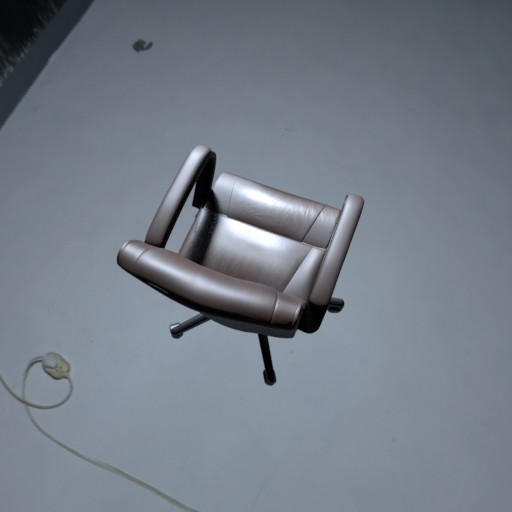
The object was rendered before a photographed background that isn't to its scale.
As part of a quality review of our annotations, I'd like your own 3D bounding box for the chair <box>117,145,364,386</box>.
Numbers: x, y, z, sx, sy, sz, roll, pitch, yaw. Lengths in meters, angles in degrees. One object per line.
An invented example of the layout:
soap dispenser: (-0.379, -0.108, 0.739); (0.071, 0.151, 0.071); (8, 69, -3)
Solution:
chair: (0.000, 0.000, 1.524); (0.739, 1.004, 0.717); (20, 68, 8)
